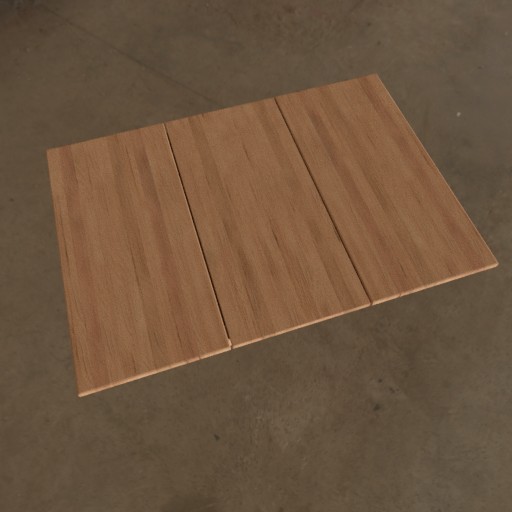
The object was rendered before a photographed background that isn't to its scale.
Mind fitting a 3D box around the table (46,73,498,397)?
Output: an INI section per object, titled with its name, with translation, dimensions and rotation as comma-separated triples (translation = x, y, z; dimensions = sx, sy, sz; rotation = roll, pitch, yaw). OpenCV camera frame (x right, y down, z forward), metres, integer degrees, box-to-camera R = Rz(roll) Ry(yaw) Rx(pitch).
[table]
translation = 0.000, 0.000, 1.826
dimensions = 1.300, 0.770, 0.900
rotation = -16, 63, -8
